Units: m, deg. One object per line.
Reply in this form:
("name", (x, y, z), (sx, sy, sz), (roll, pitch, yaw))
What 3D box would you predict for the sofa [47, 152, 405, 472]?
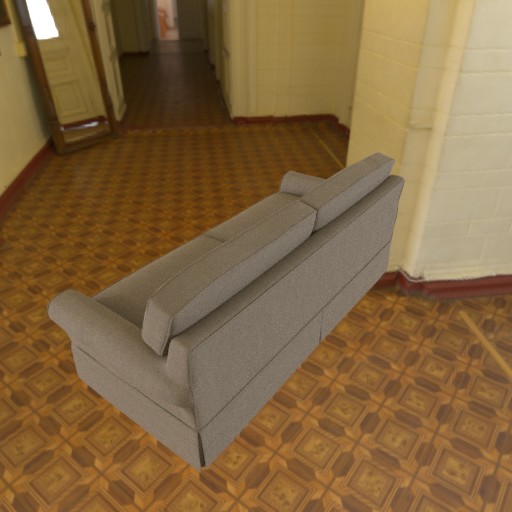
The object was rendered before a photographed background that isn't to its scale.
("sofa", (0.000, 0.000, 2.742), (0.991, 0.943, 2.248), (22, 38, 31))
